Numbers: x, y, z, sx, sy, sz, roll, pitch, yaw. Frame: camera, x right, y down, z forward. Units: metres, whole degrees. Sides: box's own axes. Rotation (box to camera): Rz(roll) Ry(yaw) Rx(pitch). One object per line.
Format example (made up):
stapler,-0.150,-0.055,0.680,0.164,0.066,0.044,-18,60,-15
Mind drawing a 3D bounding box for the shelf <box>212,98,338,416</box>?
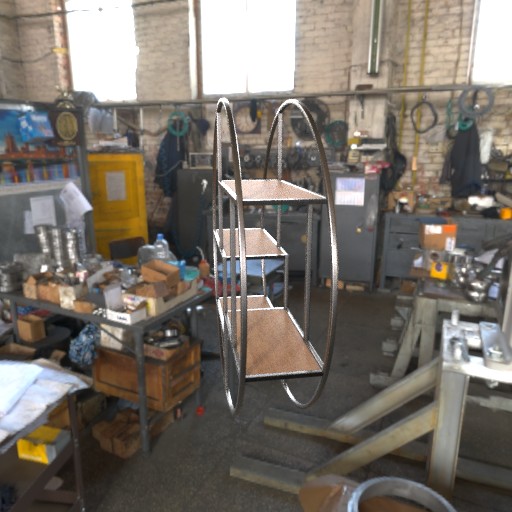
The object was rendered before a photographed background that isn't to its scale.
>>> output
shelf,0.000,0.000,1.328,0.202,0.888,0.888,-2,14,-9
